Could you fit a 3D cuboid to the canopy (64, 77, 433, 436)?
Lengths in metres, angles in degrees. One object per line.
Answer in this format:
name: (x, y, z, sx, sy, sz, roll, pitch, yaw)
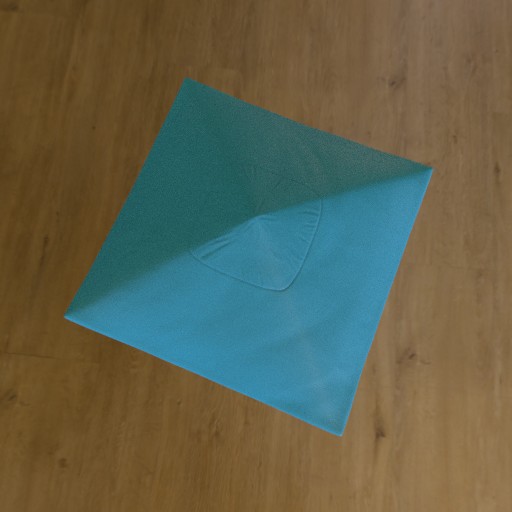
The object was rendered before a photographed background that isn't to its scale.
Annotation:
canopy: (0.000, 0.000, 5.364, 2.996, 2.997, 2.998, 22, 77, 5)
